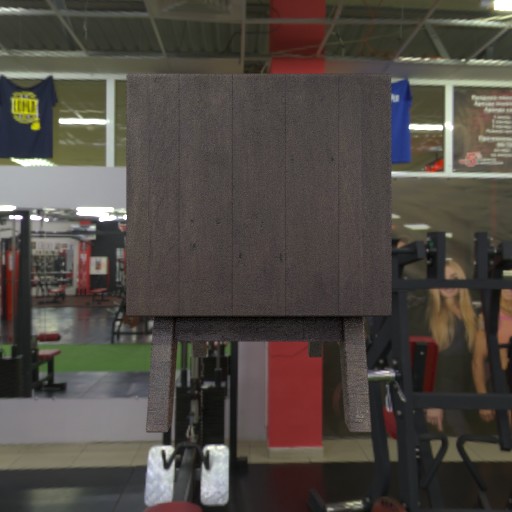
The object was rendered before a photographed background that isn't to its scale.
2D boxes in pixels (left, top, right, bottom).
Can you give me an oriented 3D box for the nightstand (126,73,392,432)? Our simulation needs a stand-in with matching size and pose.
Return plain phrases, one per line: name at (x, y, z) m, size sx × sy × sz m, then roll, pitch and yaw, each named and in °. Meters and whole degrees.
nightstand at (0.000, 0.000, 1.054) m, size 0.450 × 0.599 × 0.650 m, roll 0°, pitch 0°, yaw 0°
